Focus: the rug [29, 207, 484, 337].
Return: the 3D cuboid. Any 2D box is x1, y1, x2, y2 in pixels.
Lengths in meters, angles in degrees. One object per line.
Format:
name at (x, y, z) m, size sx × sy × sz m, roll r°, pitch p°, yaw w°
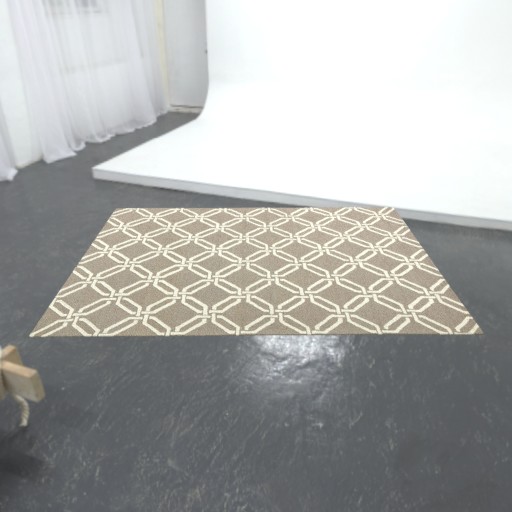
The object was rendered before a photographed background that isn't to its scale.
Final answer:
rug at (0.000, 0.000, 4.384) m, size 3.419 × 0.020 × 2.441 m, roll 0°, pitch 29°, yaw -1°
